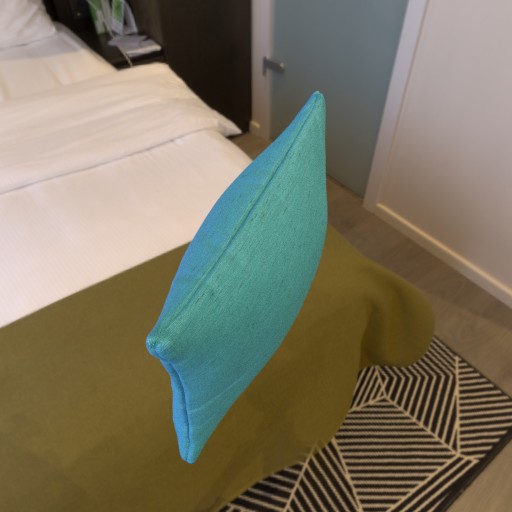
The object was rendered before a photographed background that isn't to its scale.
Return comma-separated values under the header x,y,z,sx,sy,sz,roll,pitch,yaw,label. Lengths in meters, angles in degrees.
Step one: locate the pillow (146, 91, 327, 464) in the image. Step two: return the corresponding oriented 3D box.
x,y,z,sx,sy,sz,roll,pitch,yaw,label
0.000,0.000,0.788,0.210,0.338,0.633,16,48,15,pillow
